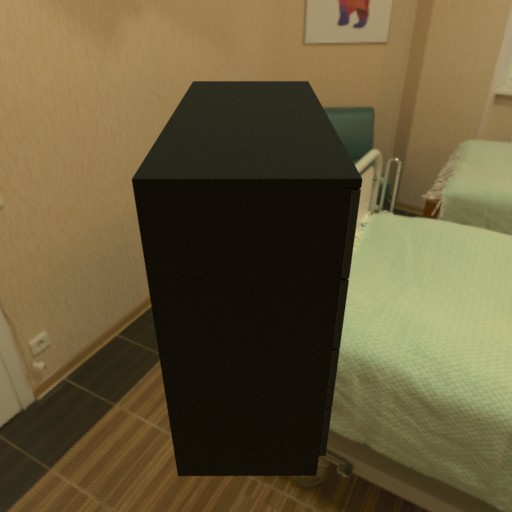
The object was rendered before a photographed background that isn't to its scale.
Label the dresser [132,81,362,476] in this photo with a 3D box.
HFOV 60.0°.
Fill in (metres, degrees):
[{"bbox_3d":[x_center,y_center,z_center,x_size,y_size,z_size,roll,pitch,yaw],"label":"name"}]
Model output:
[{"bbox_3d":[0.000,0.000,1.144,0.360,0.720,0.750,0,32,0],"label":"dresser"}]
